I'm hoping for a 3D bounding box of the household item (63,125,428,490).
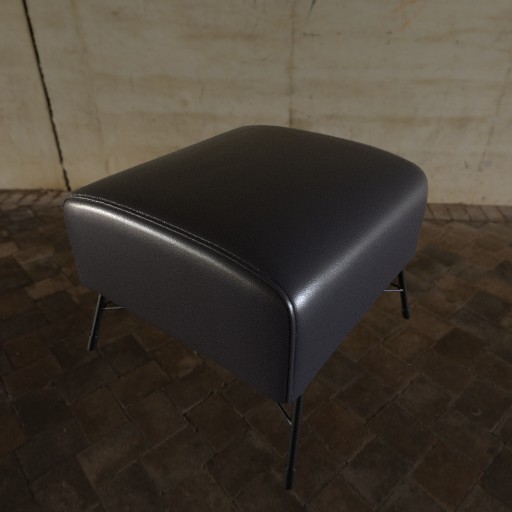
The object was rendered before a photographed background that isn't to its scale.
[{"bbox_3d":[0.000,0.000,0.899,0.530,0.410,0.530,22,39,30],"label":"household item"}]
